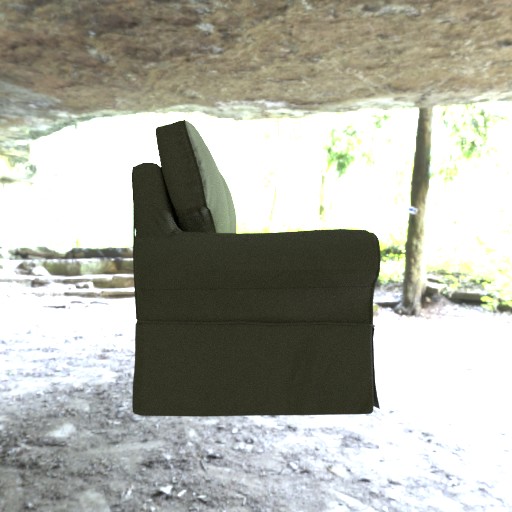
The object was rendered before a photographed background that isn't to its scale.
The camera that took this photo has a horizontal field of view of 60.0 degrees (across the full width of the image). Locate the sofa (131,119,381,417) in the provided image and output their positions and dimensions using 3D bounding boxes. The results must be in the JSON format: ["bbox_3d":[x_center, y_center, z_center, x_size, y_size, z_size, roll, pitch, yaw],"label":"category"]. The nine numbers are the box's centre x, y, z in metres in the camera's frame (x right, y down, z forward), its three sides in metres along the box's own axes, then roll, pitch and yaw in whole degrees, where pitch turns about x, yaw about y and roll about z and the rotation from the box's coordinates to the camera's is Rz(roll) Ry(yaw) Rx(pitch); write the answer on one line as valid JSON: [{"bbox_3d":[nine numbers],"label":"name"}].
[{"bbox_3d":[0.000,0.000,2.295,0.841,1.024,1.823,0,2,0],"label":"sofa"}]
